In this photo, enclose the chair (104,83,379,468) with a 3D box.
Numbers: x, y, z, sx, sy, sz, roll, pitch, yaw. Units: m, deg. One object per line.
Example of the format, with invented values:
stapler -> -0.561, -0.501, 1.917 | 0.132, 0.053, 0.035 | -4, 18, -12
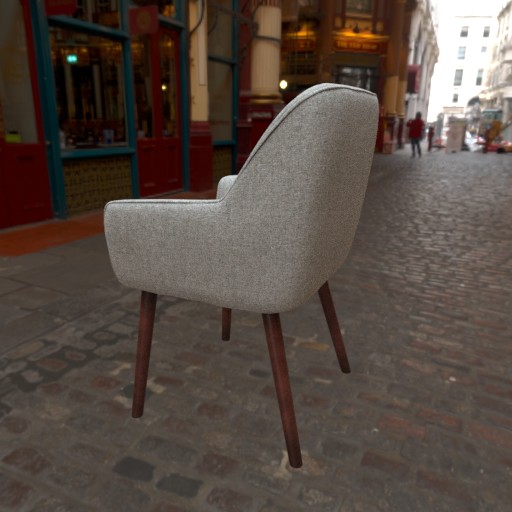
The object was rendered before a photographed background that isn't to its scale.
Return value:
chair -> 0.000, 0.000, 1.148 | 0.519, 0.803, 0.543 | 8, 19, 25
